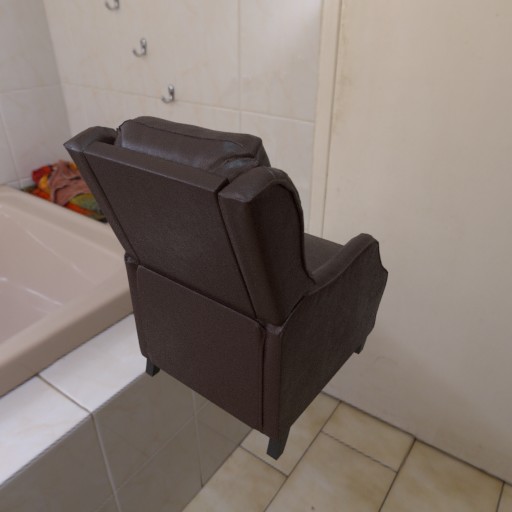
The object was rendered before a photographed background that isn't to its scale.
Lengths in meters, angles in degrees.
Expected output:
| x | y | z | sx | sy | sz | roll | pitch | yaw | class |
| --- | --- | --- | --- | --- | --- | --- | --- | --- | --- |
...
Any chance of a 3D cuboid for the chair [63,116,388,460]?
| x | y | z | sx | sy | sz | roll | pitch | yaw | class |
| --- | --- | --- | --- | --- | --- | --- | --- | --- | --- |
| 0.000 | 0.000 | 1.726 | 0.770 | 1.132 | 0.982 | 21 | 36 | 32 | chair |
